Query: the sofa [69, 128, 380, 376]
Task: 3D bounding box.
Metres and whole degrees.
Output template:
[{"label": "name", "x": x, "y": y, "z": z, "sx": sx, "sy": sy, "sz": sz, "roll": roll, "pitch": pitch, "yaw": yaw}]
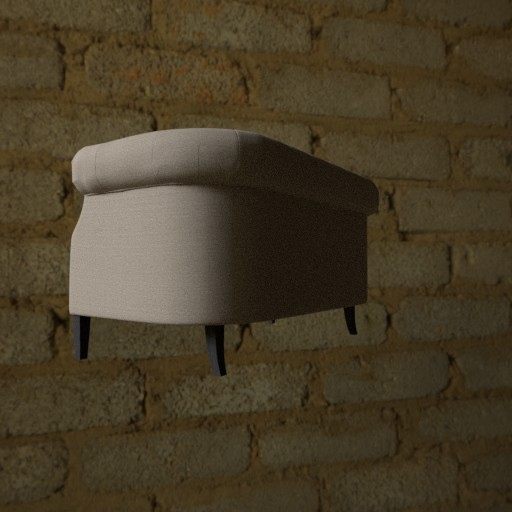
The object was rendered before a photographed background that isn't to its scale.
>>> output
[{"label": "sofa", "x": 0.000, "y": 0.000, "z": 2.087, "sx": 0.835, "sy": 0.827, "sz": 1.558, "roll": -1, "pitch": -2, "yaw": 36}]
